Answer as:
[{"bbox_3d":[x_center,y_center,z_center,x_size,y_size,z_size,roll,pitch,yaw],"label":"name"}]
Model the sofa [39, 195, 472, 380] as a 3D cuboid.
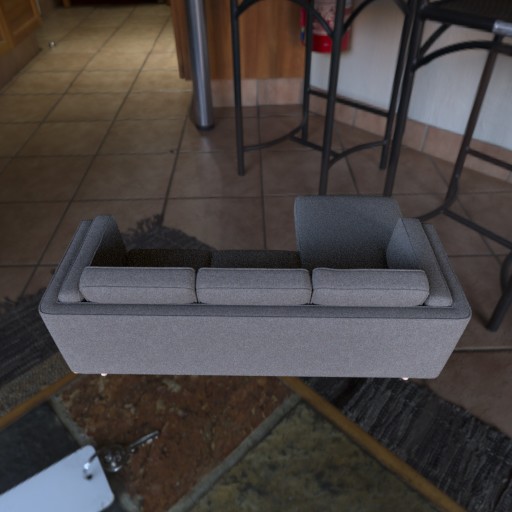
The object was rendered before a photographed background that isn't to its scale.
[{"bbox_3d":[0.000,0.000,3.171,2.411,0.929,1.604,1,42,1],"label":"sofa"}]
